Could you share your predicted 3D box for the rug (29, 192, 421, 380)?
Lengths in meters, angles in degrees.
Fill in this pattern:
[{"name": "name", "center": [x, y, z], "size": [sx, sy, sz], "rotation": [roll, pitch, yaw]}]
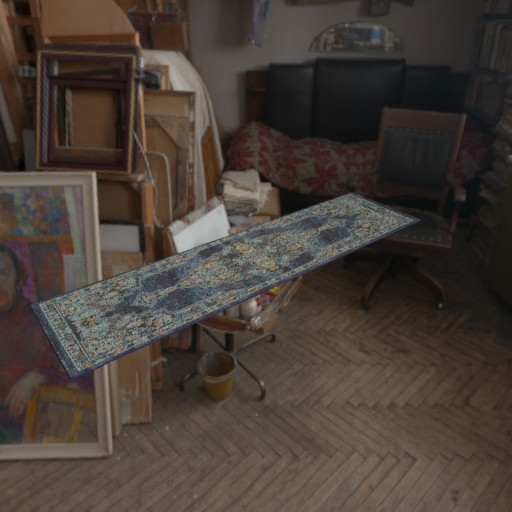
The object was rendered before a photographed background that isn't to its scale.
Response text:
[{"name": "rug", "center": [0.000, 0.000, 2.513], "size": [2.283, 0.016, 0.602], "rotation": [-22, 37, -32]}]
